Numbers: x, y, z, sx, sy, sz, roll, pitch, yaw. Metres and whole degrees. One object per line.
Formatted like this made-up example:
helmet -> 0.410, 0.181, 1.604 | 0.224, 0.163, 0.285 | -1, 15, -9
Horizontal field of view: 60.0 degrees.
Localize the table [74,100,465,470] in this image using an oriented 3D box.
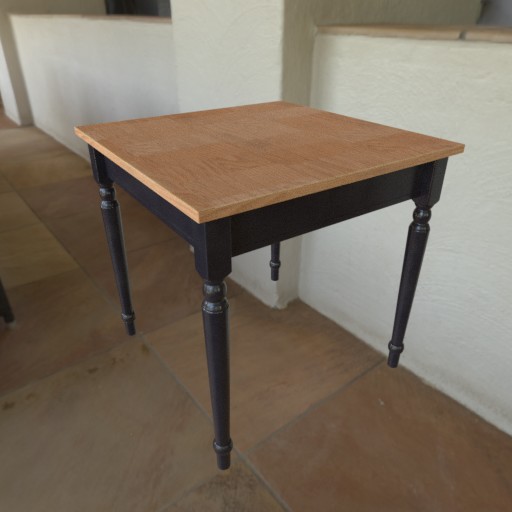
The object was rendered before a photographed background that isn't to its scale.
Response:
table -> 0.000, 0.000, 1.360 | 0.747, 0.738, 0.747 | -18, 34, -30
